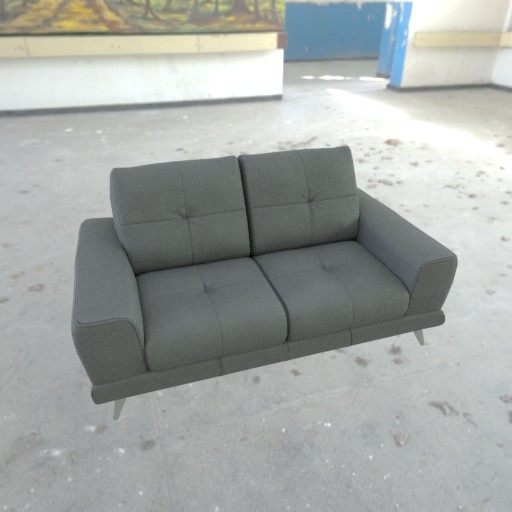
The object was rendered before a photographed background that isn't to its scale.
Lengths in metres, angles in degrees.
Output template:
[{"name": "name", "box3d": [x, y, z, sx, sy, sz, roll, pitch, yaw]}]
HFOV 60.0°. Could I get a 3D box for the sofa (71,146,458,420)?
[{"name": "sofa", "box3d": [0.000, 0.000, 2.347, 1.806, 0.907, 1.018, -9, 31, -15]}]
